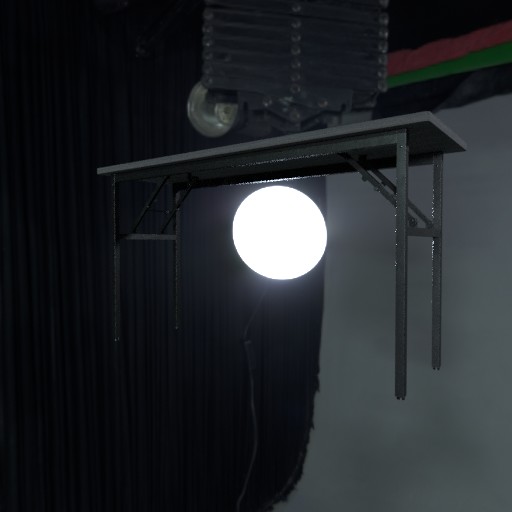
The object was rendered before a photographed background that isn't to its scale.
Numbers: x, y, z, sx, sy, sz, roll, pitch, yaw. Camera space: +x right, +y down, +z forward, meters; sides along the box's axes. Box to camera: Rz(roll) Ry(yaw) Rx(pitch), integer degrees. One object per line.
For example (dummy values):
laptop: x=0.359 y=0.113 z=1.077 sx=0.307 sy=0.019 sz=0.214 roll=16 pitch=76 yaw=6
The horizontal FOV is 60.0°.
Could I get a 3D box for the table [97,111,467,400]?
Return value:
table: x=0.000 y=0.000 z=1.704 sx=1.399 sy=0.750 sz=0.449 roll=1 pitch=2 yaw=37
